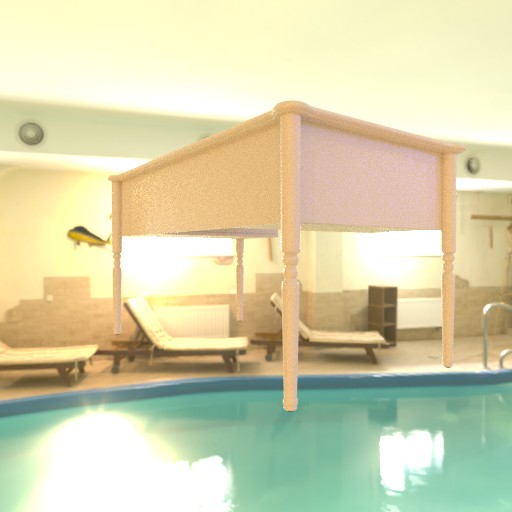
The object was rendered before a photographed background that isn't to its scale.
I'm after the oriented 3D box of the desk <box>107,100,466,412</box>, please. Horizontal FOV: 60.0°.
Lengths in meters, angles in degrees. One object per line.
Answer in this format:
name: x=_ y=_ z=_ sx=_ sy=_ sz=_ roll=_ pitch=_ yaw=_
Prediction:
desk: x=0.000 y=0.000 z=1.829 sx=0.807 sy=0.762 sz=1.380 roll=0 pitch=1 yaw=-36
